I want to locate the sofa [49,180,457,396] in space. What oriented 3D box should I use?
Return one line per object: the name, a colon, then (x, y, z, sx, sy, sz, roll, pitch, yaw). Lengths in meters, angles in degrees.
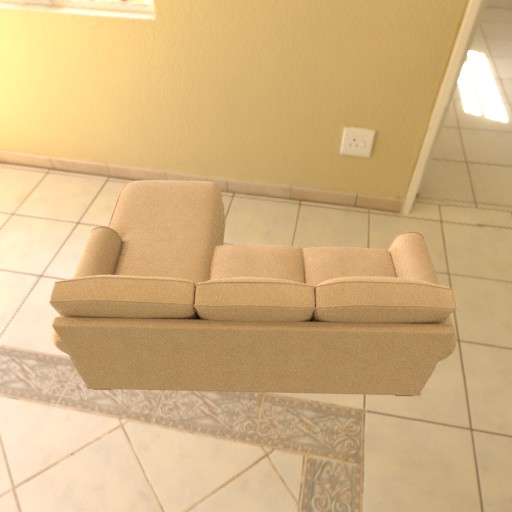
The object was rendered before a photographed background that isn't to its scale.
sofa: (0.000, 0.000, 2.344, 1.770, 0.734, 1.226, 1, 48, 1)
